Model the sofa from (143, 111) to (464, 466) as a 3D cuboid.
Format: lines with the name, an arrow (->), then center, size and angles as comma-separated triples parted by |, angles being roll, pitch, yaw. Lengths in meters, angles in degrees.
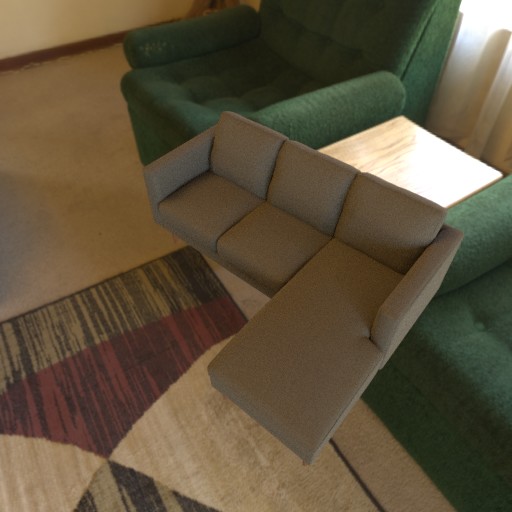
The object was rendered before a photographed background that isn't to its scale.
sofa -> 0.000, 0.000, 2.918 | 2.031, 0.897, 1.591 | 32, 55, 26
